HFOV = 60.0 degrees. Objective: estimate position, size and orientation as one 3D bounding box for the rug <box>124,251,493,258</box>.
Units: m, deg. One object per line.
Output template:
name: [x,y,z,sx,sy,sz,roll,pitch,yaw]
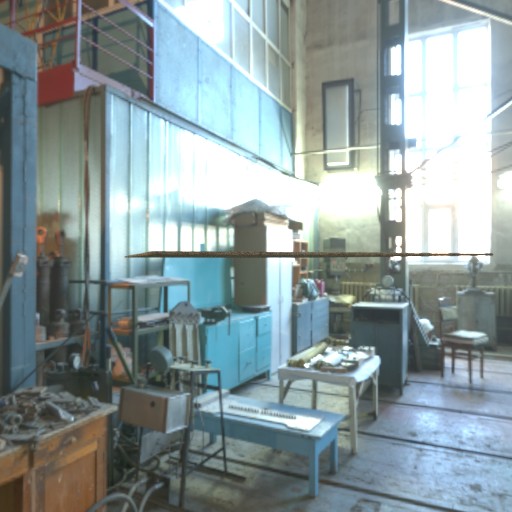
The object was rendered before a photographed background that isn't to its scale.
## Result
rug: [0.000,0.000,2.871,1.547,0.013,2.283,0,-1,-19]
